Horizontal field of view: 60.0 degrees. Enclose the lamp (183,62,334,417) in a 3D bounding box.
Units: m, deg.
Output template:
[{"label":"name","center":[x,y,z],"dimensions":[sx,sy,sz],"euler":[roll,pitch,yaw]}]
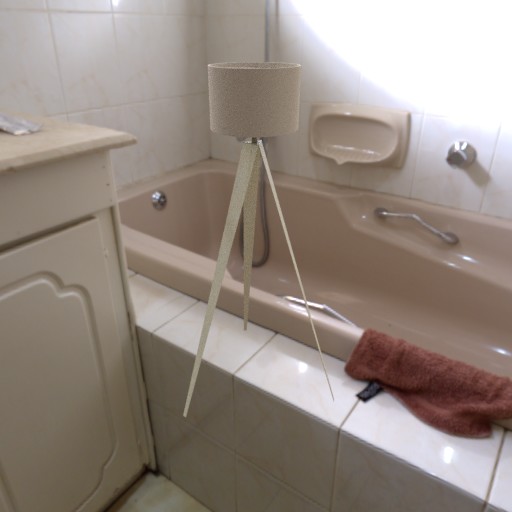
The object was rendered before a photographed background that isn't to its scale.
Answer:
[{"label":"lamp","center":[0.000,0.000,1.934],"dimensions":[0.724,1.524,0.716],"euler":[19,33,33]}]
